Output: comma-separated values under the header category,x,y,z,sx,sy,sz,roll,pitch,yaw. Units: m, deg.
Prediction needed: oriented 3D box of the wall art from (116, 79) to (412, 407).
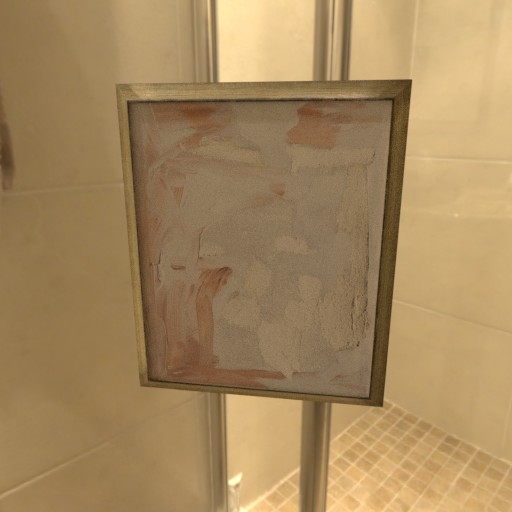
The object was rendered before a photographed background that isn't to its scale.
category,x,y,z,sx,sy,sz,roll,pitch,yaw
wall art,0.000,0.000,0.620,0.381,0.457,0.023,2,16,8
